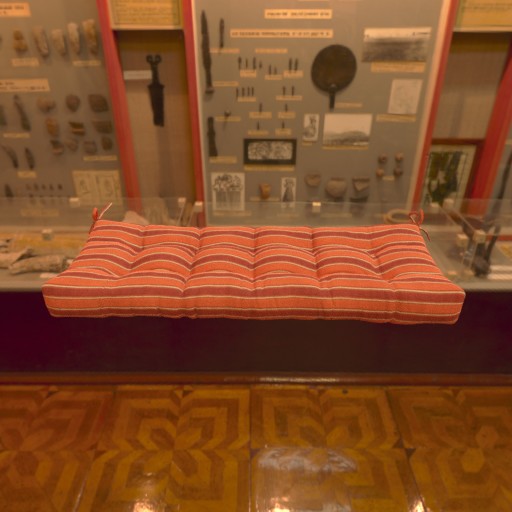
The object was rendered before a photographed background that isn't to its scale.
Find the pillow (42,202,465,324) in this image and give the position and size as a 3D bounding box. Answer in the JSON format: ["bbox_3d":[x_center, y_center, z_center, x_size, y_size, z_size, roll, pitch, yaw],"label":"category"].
[{"bbox_3d":[0.000,0.000,1.384,1.194,0.174,0.511,1,31,1],"label":"pillow"}]
